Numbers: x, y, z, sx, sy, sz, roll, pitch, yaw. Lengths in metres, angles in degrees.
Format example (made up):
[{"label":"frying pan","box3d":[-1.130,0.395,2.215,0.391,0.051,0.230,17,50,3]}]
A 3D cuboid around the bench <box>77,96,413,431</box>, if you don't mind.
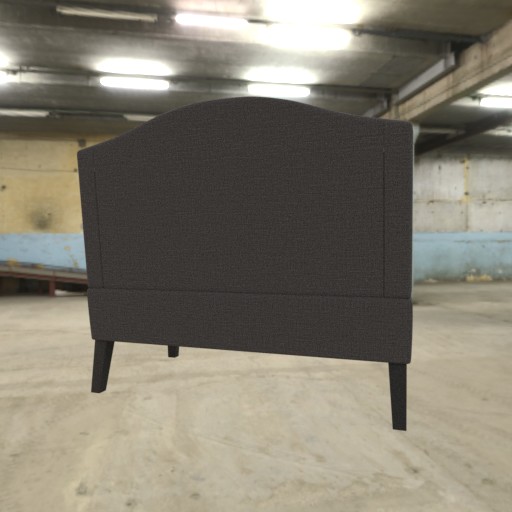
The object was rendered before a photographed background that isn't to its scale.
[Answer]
[{"label":"bench","box3d":[0.000,0.000,2.010,1.335,1.180,0.815,0,1,18]}]
